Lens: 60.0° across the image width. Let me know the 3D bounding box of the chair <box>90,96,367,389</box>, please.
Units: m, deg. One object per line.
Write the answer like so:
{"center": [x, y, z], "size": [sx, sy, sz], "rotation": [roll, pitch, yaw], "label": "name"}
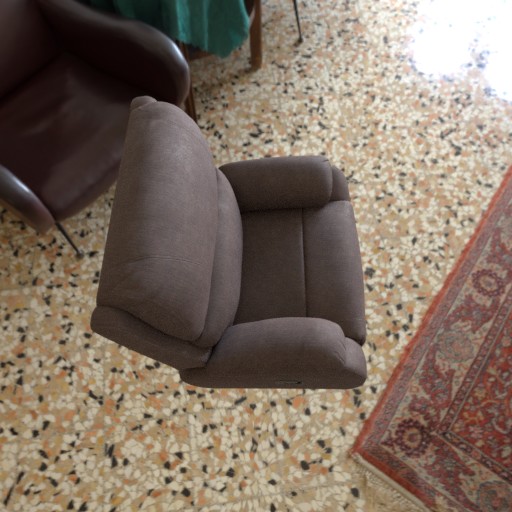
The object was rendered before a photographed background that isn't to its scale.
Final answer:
{"center": [0.000, 0.000, 1.742], "size": [0.899, 1.011, 0.930], "rotation": [1, 63, 0], "label": "chair"}
